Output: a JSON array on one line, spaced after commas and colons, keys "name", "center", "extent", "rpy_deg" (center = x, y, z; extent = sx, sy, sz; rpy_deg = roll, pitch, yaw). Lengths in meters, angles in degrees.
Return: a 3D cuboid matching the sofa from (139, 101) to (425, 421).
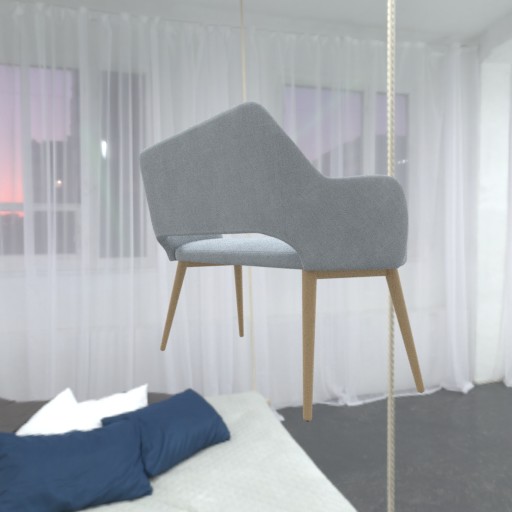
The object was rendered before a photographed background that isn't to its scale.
[{"name": "sofa", "center": [0.000, 0.000, 1.633], "extent": [0.610, 0.840, 1.150], "rpy_deg": [-1, 2, -35]}]
